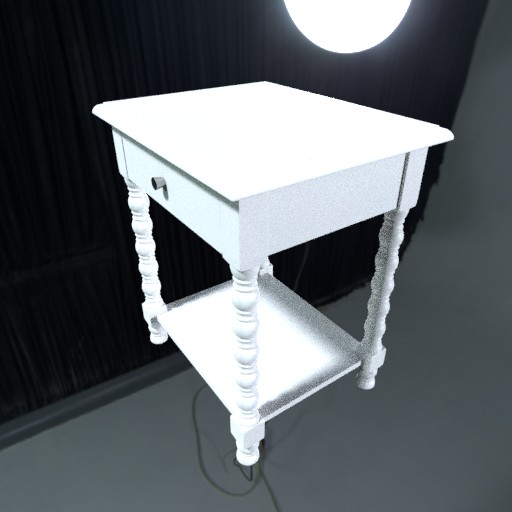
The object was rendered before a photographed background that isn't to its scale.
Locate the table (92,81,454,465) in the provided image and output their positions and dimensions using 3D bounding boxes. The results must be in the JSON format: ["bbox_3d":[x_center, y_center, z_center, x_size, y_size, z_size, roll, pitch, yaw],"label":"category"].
[{"bbox_3d":[0.000,0.000,0.840,0.381,0.531,0.460,-20,37,-29],"label":"table"}]
